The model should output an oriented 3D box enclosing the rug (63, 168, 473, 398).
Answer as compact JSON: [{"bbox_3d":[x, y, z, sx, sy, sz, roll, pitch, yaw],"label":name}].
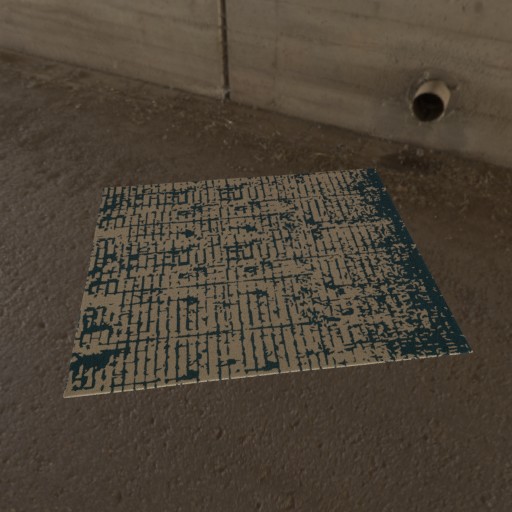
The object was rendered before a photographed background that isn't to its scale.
[{"bbox_3d":[0.000,0.000,4.064,3.017,0.014,2.416,-5,46,-5],"label":"rug"}]
